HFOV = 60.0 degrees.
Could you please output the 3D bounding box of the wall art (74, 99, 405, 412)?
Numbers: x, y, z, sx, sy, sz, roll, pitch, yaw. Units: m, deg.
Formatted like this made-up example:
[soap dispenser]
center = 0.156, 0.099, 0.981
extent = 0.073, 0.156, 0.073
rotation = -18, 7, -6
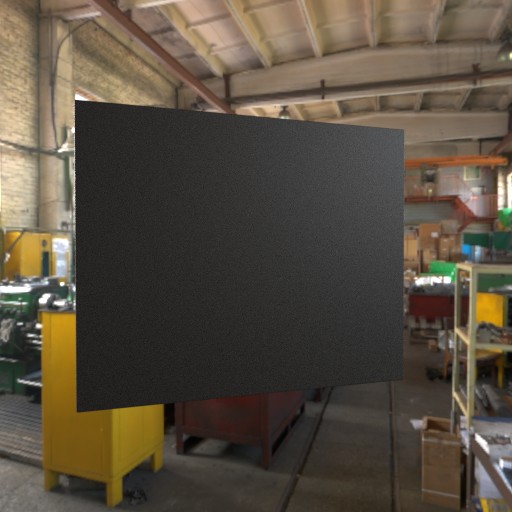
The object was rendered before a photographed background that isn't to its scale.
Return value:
[wall art]
center = 0.000, 0.000, 0.738
extent = 0.558, 0.457, 0.031
rotation = 0, 1, -17
